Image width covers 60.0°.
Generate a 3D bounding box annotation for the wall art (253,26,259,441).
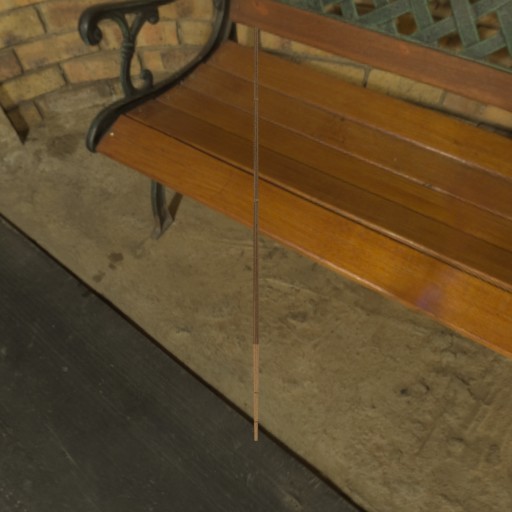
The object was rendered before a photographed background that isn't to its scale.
[{"bbox_3d":[0.000,0.000,1.368,0.010,0.917,0.919,0,58,0],"label":"wall art"}]
